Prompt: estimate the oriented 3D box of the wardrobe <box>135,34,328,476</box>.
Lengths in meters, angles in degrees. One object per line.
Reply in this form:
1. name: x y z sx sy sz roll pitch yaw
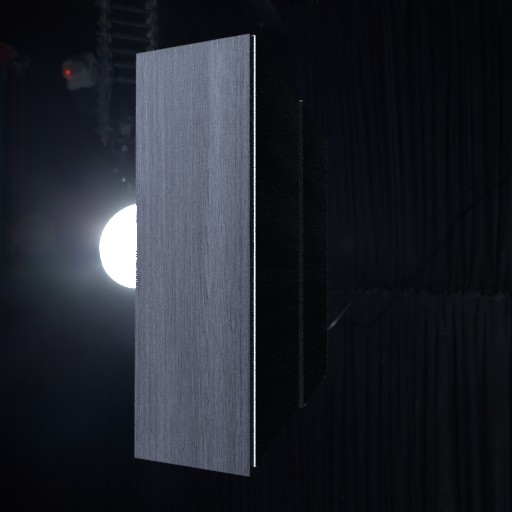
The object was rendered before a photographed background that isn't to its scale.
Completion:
1. wardrobe: 0.000 0.000 2.886 0.629 1.960 1.780 0 -1 19
